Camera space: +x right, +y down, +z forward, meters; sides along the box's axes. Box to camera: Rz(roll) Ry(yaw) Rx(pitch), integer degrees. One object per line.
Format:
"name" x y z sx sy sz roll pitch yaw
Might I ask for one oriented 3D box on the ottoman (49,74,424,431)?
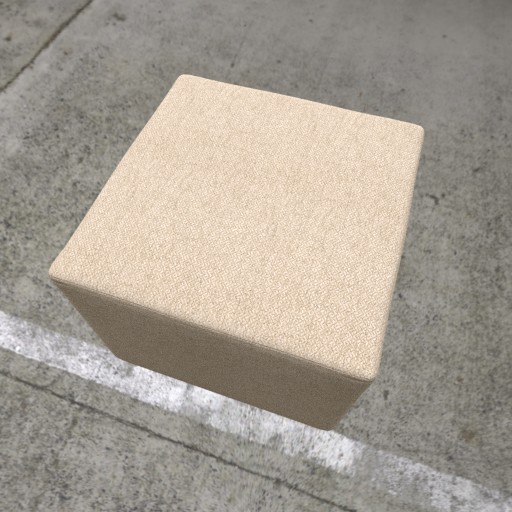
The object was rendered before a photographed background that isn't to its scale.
"ottoman" 0.000 0.000 0.900 0.508 0.432 0.508 16 60 10
